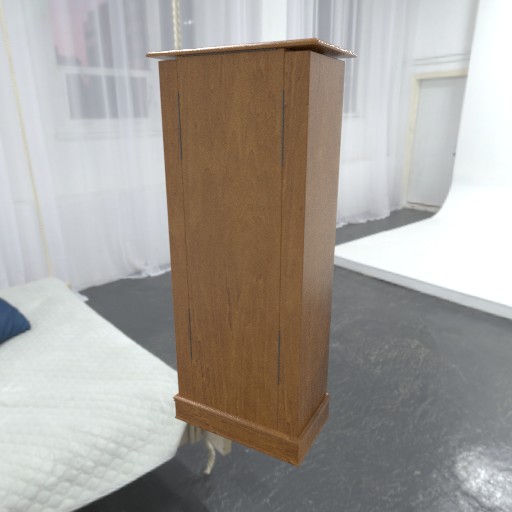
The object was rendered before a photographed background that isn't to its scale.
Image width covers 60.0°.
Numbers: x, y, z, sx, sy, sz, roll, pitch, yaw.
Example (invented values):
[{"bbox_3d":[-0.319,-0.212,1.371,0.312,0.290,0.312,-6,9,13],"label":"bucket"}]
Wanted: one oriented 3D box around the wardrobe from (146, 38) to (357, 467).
[{"bbox_3d":[0.000,0.000,1.144,0.406,0.959,0.273,10,20,27],"label":"wardrobe"}]
